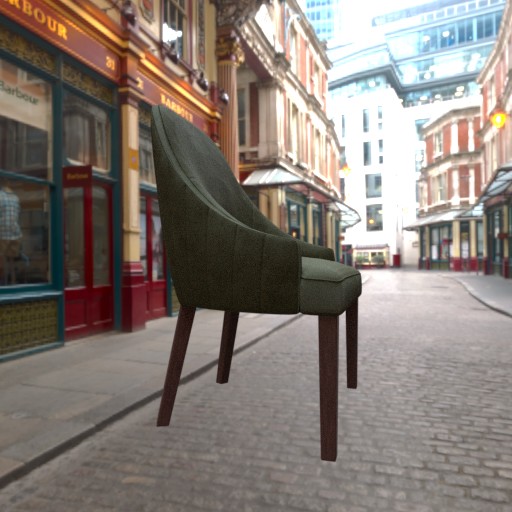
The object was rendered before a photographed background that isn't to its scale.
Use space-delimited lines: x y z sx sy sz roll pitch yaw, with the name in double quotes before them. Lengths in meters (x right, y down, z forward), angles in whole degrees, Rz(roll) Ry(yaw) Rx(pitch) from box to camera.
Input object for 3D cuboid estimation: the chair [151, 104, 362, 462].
"chair" 0.000 0.000 1.316 0.575 0.889 0.643 0 -1 17
